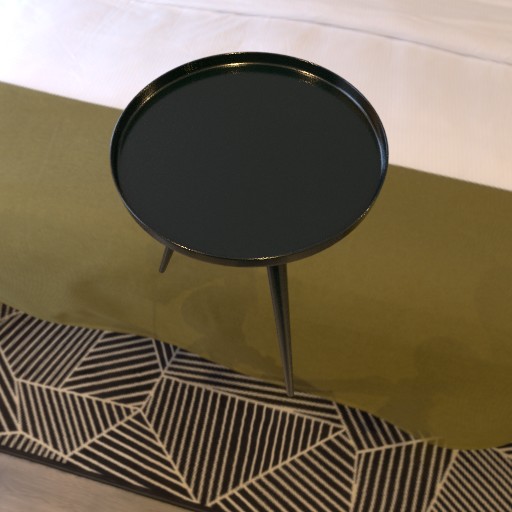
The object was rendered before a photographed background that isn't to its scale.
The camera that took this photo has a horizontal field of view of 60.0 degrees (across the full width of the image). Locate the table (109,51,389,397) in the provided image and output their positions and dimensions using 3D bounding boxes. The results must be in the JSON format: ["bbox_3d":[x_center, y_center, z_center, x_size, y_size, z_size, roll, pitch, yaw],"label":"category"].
[{"bbox_3d":[0.000,0.000,0.817,0.403,0.548,0.415,-14,61,-8],"label":"table"}]
